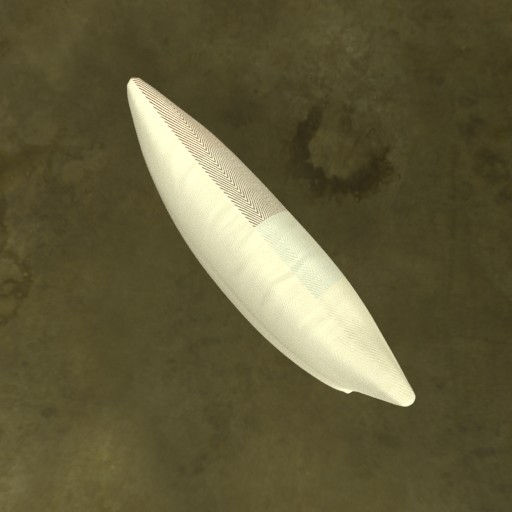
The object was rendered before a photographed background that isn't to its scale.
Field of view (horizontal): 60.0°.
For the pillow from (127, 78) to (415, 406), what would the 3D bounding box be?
[{"bbox_3d":[0.000,0.000,0.646,0.139,0.305,0.506,-39,79,-9],"label":"pillow"}]
